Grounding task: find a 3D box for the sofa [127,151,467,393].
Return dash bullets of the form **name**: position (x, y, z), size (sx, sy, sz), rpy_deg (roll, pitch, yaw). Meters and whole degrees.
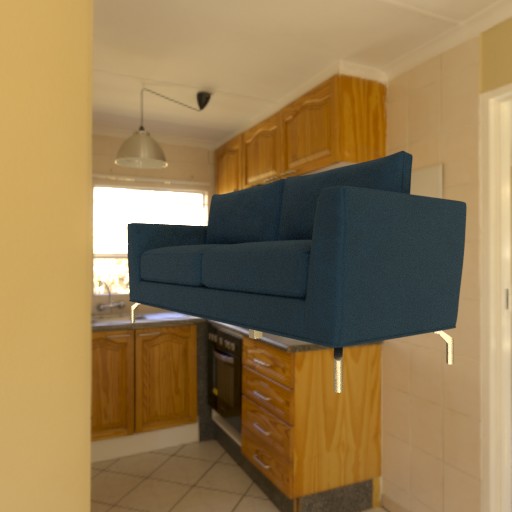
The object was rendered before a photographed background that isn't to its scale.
- **sofa**: position (0.000, 0.000, 2.703), size (0.853, 0.998, 2.212), rpy_deg (0, 0, -36)
